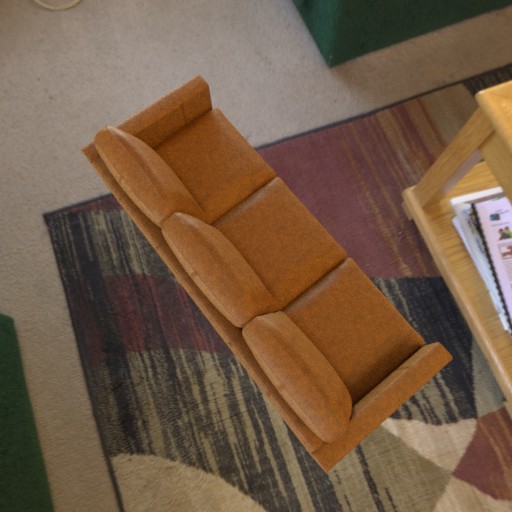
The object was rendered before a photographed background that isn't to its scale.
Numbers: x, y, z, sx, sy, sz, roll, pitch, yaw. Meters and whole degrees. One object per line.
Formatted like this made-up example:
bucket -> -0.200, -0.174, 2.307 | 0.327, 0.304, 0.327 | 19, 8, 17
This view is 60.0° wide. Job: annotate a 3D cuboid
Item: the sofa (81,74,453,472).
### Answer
sofa -> 0.000, 0.000, 2.664 | 0.903, 0.930, 2.231 | -37, 77, -10
